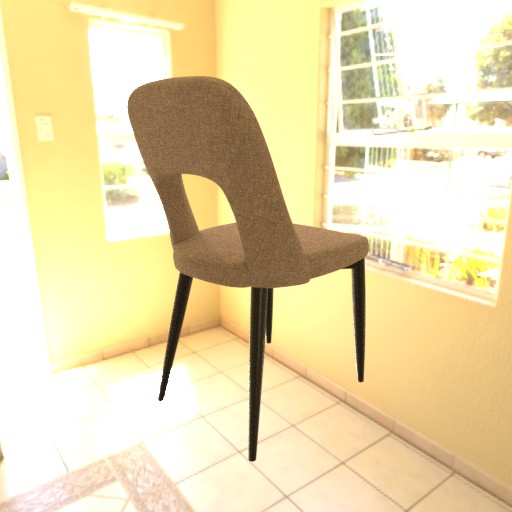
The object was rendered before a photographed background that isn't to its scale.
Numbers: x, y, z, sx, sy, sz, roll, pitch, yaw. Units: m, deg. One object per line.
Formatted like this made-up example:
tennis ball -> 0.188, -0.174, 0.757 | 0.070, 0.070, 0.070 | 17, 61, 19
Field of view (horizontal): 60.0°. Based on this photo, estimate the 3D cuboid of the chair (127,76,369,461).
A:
chair -> 0.000, 0.000, 1.301 | 0.470, 0.931, 0.612 | 14, 21, 41
